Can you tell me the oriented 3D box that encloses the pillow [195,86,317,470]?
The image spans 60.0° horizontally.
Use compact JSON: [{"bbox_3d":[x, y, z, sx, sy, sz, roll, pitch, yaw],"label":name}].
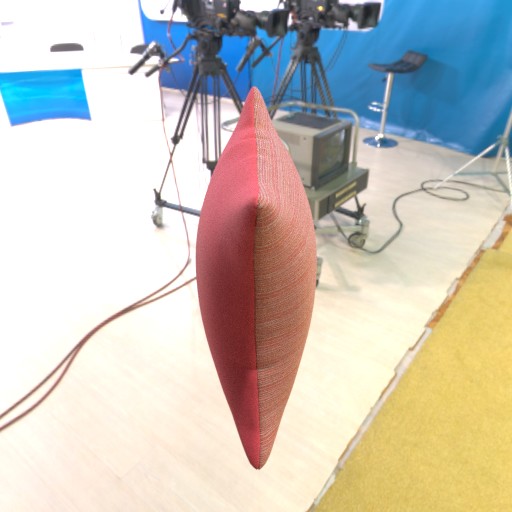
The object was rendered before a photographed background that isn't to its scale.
[{"bbox_3d":[0.000,0.000,0.842,0.229,0.501,0.559,0,33,-1],"label":"pillow"}]
